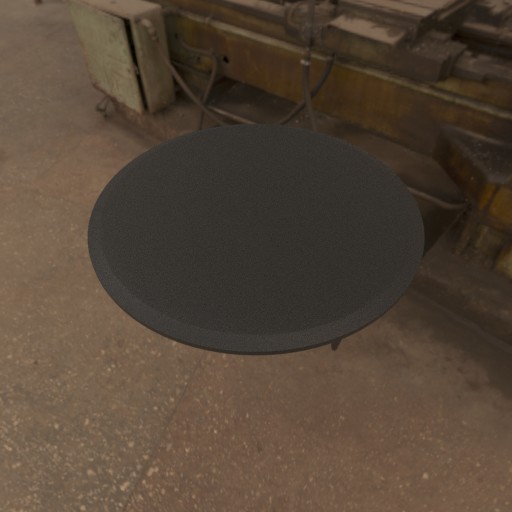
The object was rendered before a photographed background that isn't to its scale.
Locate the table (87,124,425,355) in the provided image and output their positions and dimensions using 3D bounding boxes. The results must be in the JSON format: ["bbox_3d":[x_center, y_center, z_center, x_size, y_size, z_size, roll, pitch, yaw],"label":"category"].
[{"bbox_3d":[0.000,0.000,1.360,0.900,0.400,0.900,0,47,0],"label":"table"}]
